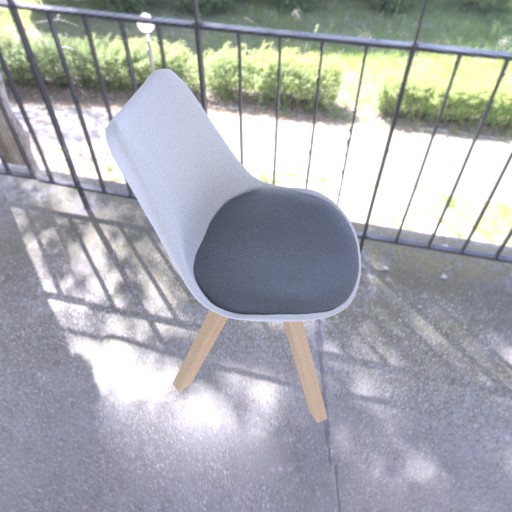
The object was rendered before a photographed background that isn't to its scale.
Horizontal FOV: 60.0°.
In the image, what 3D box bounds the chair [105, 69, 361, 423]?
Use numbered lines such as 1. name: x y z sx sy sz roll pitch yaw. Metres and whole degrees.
1. chair: 0.000 0.000 1.179 0.550 0.850 0.485 10 48 9
